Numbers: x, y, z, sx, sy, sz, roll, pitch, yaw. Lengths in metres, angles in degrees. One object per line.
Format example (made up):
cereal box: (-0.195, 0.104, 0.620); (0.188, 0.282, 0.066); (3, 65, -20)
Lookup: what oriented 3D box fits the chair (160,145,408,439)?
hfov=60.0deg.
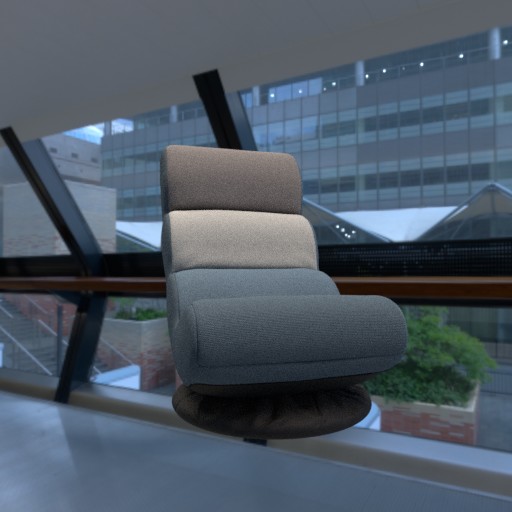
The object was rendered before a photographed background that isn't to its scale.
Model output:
chair: (0.000, 0.000, 1.051); (0.420, 0.641, 0.661); (0, -1, -16)
